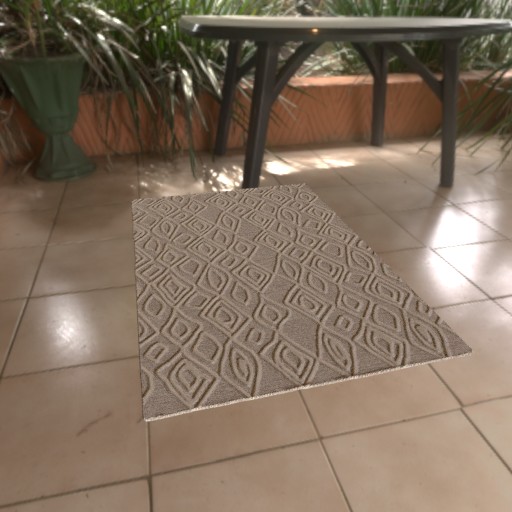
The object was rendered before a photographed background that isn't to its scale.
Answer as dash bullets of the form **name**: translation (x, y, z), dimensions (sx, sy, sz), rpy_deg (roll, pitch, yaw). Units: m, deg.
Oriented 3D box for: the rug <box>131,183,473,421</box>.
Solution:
- **rug**: translation (0.000, 0.000, 2.295), dimensions (1.224, 0.016, 1.832), rpy_deg (-8, 31, -13)
